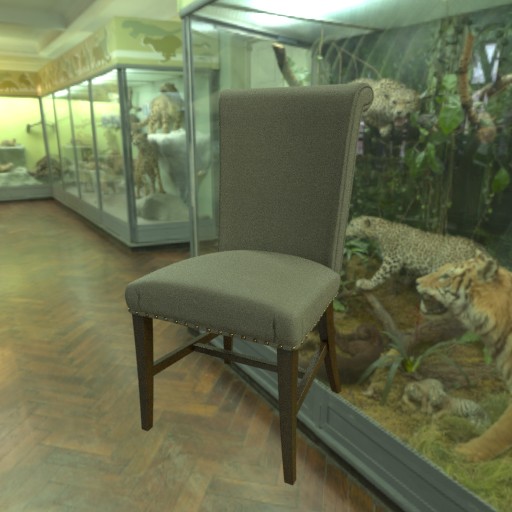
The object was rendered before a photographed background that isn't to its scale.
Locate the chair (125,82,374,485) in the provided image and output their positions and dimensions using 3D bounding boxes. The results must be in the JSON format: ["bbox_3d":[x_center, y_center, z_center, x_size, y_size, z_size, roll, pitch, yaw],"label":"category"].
[{"bbox_3d":[0.000,0.000,1.318,0.513,0.988,0.608,8,17,26],"label":"chair"}]
